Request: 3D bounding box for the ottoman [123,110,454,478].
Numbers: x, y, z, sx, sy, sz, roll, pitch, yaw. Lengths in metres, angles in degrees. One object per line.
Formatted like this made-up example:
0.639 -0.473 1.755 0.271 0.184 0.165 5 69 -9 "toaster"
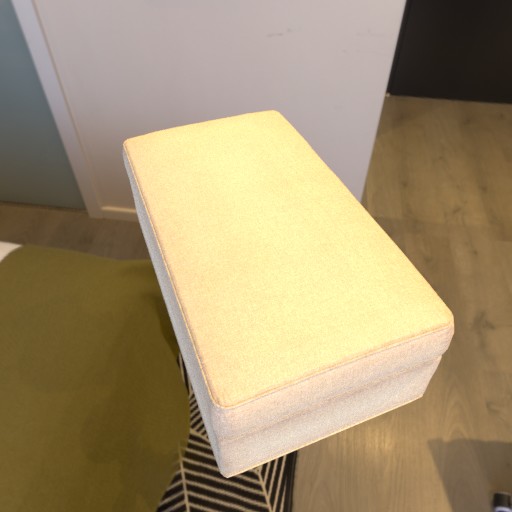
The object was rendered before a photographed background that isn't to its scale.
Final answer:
0.000 0.000 1.423 0.617 0.448 1.097 -16 49 -15 "ottoman"
